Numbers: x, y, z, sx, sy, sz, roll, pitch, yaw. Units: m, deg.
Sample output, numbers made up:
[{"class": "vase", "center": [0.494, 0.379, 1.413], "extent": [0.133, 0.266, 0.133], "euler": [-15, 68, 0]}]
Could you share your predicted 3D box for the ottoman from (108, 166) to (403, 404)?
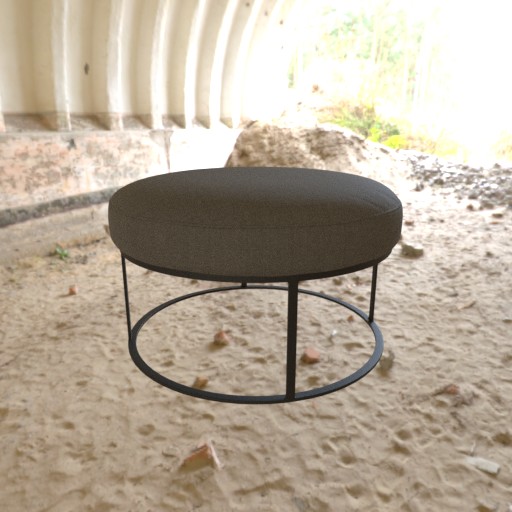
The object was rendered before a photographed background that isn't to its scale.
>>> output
[{"class": "ottoman", "center": [0.000, 0.000, 1.251], "extent": [0.772, 0.460, 0.772], "euler": [0, 16, 0]}]
